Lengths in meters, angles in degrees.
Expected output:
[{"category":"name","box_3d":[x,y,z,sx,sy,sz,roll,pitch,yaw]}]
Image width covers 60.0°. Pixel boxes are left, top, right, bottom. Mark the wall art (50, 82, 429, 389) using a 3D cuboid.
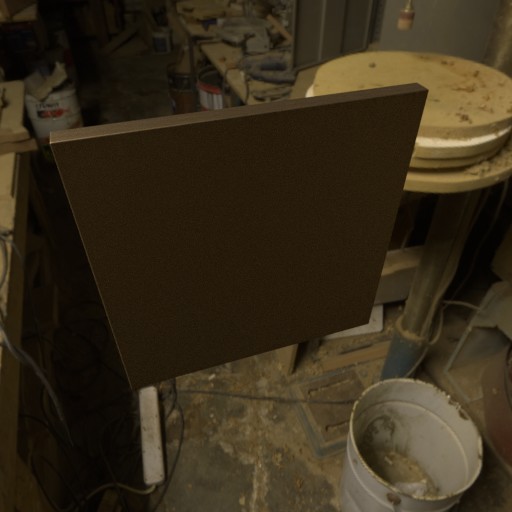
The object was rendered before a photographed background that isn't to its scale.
[{"category":"wall art","box_3d":[0.000,0.000,0.740,0.503,0.506,0.030,-12,43,-14]}]
